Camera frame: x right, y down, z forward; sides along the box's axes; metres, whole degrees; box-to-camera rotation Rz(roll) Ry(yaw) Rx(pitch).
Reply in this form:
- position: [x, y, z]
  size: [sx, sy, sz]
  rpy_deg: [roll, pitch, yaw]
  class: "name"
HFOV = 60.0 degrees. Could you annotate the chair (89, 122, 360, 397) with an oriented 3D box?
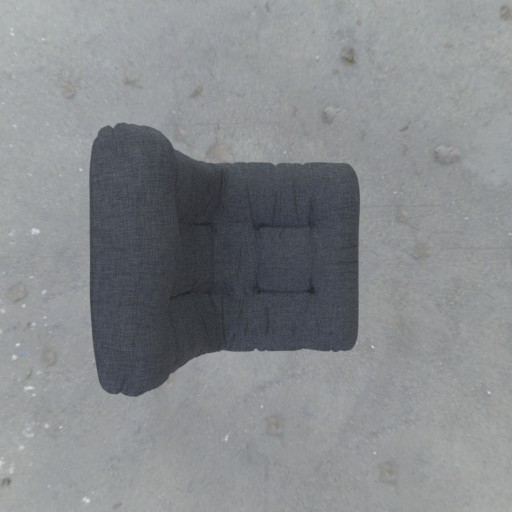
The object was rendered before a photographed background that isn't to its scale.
- position: [0.000, 0.000, 1.226]
  size: [0.668, 0.749, 0.597]
  rpy_deg: [0, 90, -1]
  class: "chair"
